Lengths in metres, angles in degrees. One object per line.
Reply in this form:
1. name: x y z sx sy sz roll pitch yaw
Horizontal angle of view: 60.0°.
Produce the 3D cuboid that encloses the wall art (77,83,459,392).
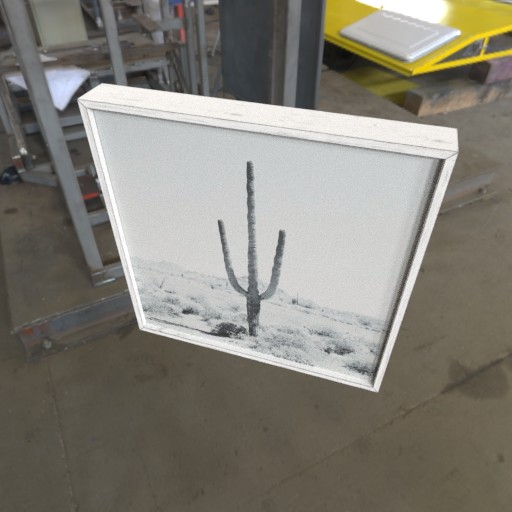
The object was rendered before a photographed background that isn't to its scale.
1. wall art: 0.000 0.000 0.454 0.305 0.305 0.038 12 43 13
